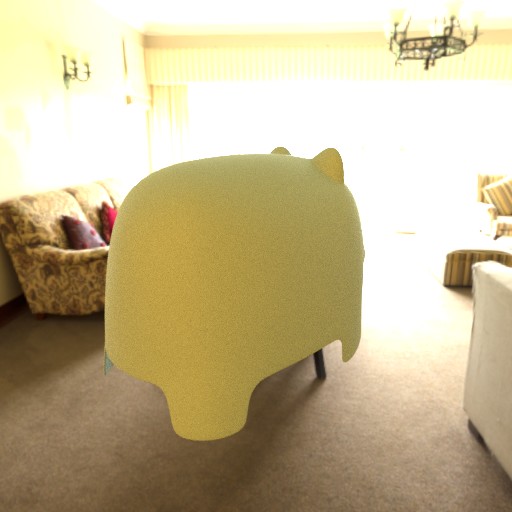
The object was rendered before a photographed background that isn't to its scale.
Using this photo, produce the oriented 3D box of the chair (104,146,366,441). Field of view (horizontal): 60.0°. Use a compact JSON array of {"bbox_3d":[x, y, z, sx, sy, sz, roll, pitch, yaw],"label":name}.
[{"bbox_3d":[0.000,0.000,0.891,0.619,0.423,0.364,-14,21,-42],"label":"chair"}]
